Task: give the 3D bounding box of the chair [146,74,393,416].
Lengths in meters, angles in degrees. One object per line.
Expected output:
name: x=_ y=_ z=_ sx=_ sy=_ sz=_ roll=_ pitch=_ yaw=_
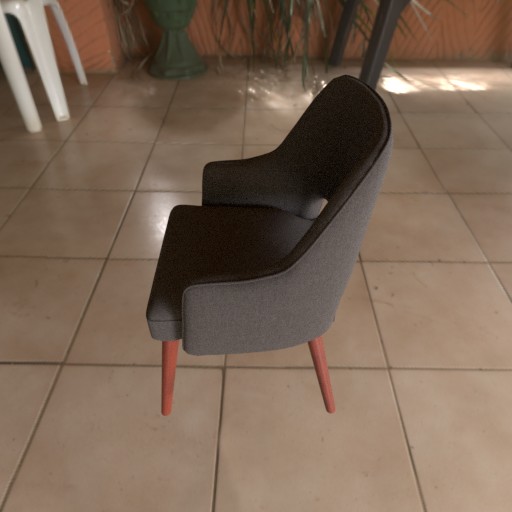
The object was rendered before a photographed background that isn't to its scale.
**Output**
chair: x=0.000 y=0.000 z=1.194 sx=0.560 sy=0.838 sz=0.559 roll=0 pitch=41 yaw=0
